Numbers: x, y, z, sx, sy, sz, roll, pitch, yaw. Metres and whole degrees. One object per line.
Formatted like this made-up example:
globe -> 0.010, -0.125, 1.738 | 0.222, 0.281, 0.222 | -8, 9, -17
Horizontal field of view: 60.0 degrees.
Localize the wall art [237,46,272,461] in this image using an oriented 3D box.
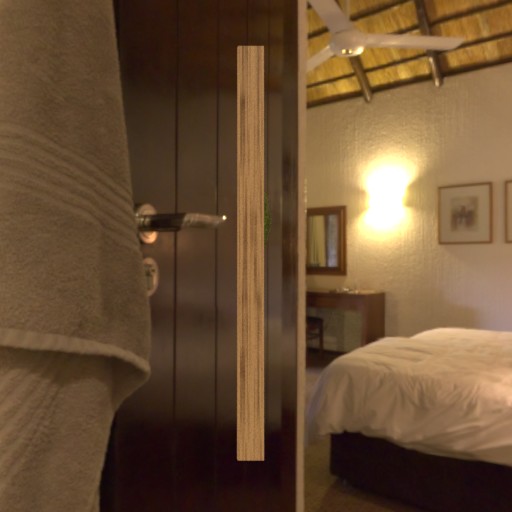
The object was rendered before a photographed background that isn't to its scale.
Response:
wall art -> 0.000, 0.000, 1.072 | 0.063, 0.609, 0.841 | 0, -1, -1
